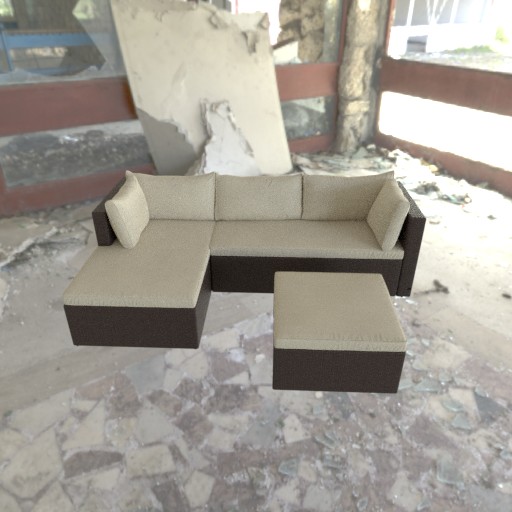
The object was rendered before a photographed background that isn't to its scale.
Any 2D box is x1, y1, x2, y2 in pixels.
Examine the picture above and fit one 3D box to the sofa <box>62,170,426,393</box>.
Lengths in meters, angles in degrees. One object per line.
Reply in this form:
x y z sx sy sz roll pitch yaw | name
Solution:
0.000 0.000 2.916 2.192 0.766 1.612 1 30 2 | sofa
